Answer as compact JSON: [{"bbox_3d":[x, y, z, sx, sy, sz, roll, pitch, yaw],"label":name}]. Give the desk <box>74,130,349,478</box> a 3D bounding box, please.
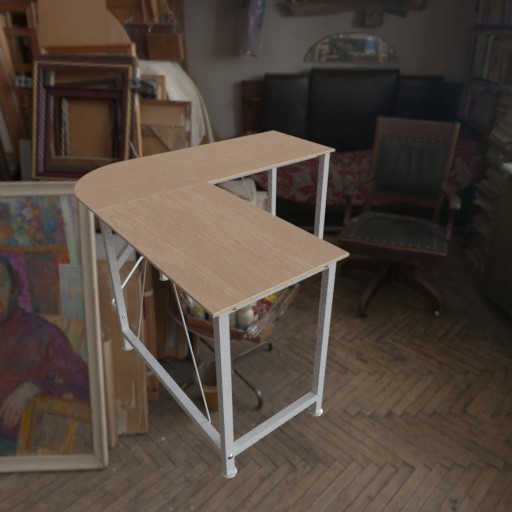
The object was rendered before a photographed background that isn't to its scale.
[{"bbox_3d":[0.000,0.000,2.224,1.400,0.762,1.400,-21,36,-33],"label":"desk"}]
